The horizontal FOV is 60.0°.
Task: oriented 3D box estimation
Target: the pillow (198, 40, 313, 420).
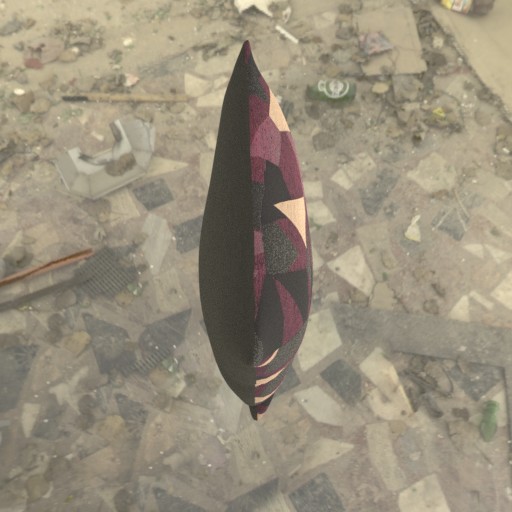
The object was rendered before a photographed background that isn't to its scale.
[{"bbox_3d":[0.000,0.000,0.779,0.208,0.496,0.503,-1,65,-1],"label":"pillow"}]
